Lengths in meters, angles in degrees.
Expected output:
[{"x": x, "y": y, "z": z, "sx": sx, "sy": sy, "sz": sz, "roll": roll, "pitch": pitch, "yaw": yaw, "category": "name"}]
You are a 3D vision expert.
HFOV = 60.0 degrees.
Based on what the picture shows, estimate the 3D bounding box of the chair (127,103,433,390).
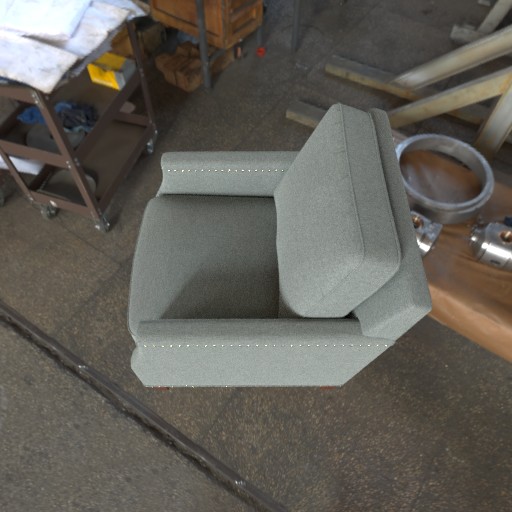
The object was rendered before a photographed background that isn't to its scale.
[{"x": 0.000, "y": 0.000, "z": 1.836, "sx": 1.031, "sy": 1.031, "sz": 0.885, "roll": 0, "pitch": 58, "yaw": 0, "category": "chair"}]
